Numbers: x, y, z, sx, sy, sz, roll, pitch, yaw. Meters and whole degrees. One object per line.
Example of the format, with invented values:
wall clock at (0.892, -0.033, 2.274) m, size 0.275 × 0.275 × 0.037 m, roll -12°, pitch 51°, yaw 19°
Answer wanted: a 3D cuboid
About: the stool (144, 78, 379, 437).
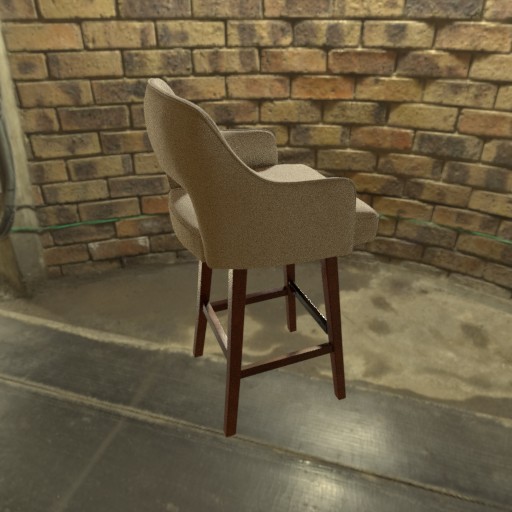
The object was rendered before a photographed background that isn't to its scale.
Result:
stool at (0.000, 0.000, 1.387) m, size 0.560 × 1.041 × 0.550 m, roll -11°, pitch 32°, yaw -19°
